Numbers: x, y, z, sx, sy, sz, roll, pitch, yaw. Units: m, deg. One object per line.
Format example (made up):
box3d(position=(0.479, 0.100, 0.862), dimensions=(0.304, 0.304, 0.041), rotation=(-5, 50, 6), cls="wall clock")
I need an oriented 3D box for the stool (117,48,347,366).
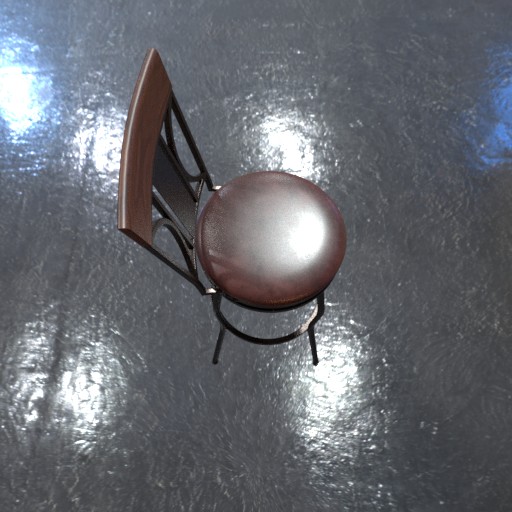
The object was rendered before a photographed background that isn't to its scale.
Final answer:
box3d(position=(0.000, 0.000, 1.365), dimensions=(0.513, 1.130, 0.448), rotation=(1, 64, 0), cls="stool")
